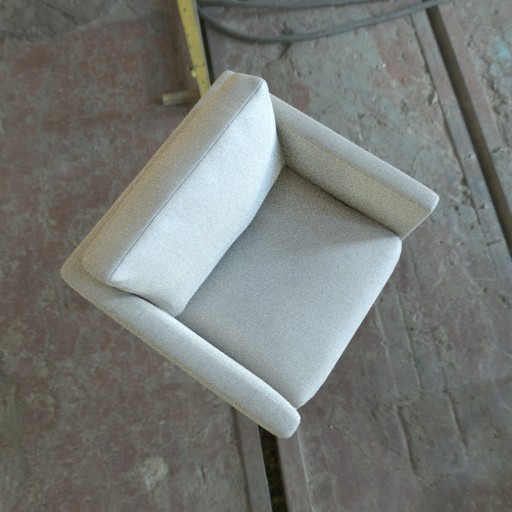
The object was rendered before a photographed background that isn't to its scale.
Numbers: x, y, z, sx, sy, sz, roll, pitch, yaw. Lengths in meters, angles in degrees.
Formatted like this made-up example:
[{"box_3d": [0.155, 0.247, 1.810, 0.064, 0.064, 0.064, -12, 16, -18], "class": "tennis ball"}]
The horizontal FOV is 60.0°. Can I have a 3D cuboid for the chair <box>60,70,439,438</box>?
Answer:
[{"box_3d": [0.000, 0.000, 1.743, 0.959, 0.919, 0.996, 34, 77, 9], "class": "chair"}]
